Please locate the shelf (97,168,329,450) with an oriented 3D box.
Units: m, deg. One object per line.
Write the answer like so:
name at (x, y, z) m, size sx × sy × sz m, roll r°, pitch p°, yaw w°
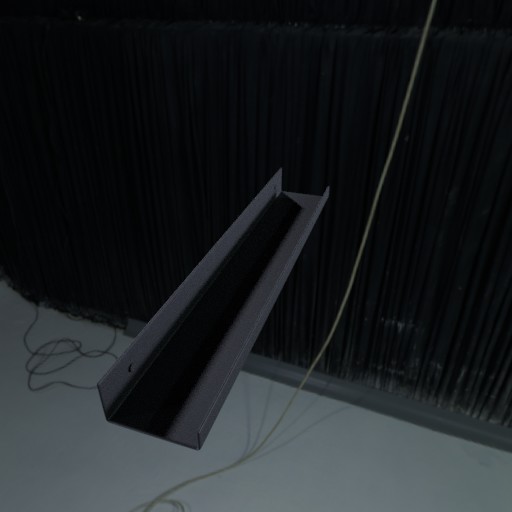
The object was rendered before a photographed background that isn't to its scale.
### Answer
shelf at (0.000, 0.000, 0.648) m, size 0.102 × 0.053 × 0.605 m, roll 10°, pitch 32°, yaw 16°
